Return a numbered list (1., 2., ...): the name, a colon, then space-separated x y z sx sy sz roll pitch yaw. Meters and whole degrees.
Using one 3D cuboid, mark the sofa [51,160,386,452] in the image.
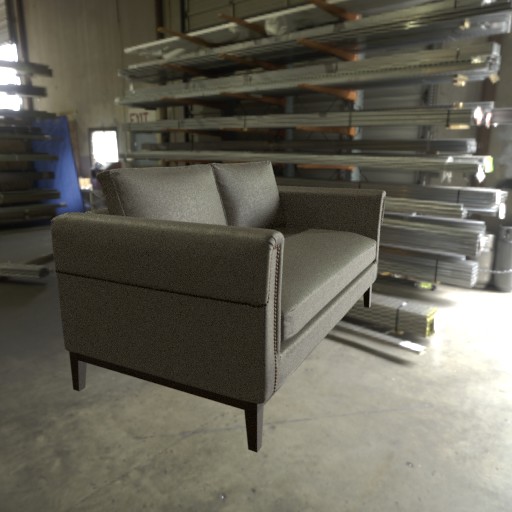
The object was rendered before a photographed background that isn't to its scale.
1. sofa: 0.000 0.000 2.144 0.899 0.873 1.598 7 15 27
